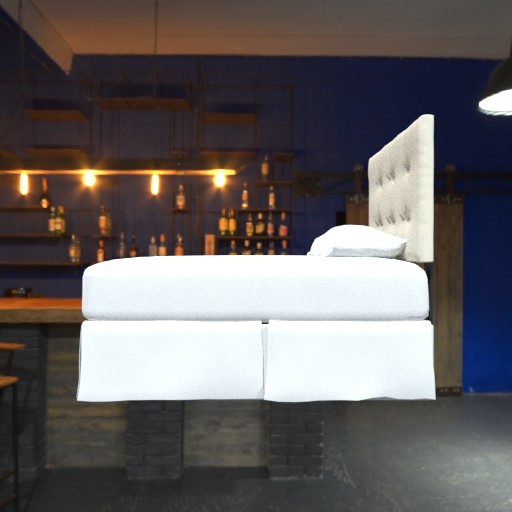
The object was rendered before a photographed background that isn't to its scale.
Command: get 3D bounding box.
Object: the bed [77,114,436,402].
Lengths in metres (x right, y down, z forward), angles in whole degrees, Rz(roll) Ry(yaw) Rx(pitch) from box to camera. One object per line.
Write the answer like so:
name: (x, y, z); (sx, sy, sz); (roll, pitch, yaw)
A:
bed: (0.000, 0.000, 3.000); (1.997, 1.571, 1.261); (0, 0, 0)
